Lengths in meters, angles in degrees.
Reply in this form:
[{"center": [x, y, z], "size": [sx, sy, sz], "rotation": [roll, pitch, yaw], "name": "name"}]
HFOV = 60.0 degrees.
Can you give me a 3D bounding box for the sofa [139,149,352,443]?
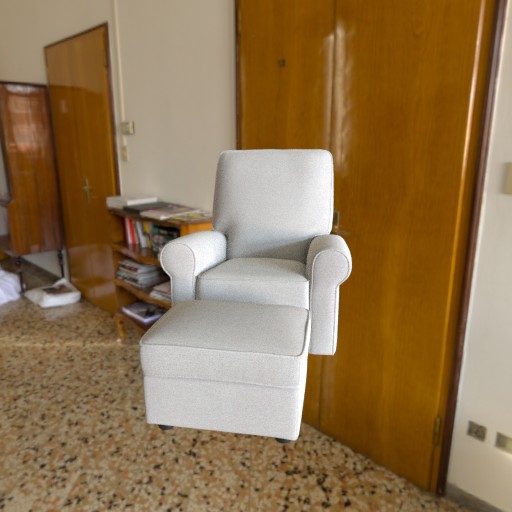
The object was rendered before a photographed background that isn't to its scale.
[{"center": [0.000, 0.000, 2.083], "size": [0.880, 0.959, 1.478], "rotation": [2, 15, 10], "name": "sofa"}]
